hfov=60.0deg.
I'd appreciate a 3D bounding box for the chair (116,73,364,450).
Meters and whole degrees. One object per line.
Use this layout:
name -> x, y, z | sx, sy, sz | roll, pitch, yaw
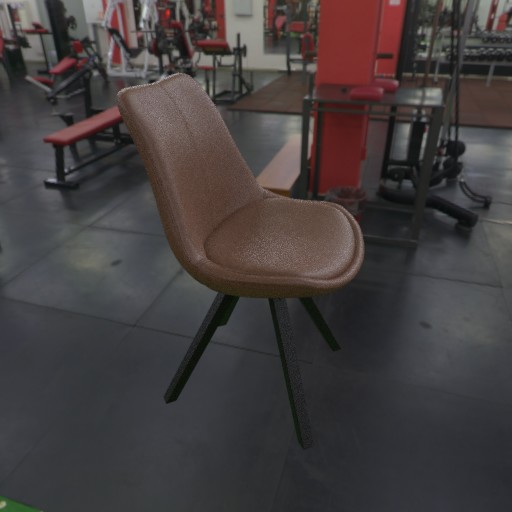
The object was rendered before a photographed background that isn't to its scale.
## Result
chair -> 0.000, 0.000, 1.173 | 0.550, 0.850, 0.475 | 10, 32, 17
